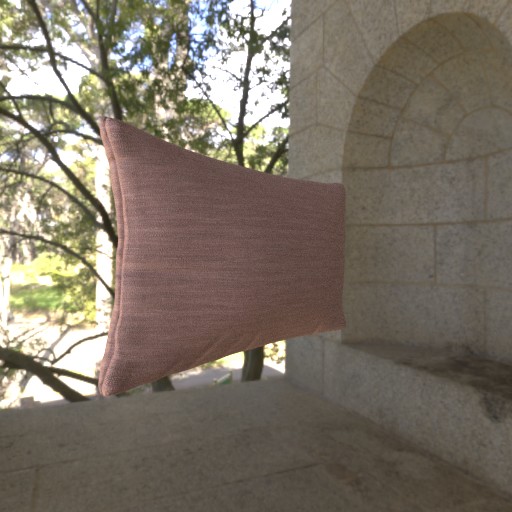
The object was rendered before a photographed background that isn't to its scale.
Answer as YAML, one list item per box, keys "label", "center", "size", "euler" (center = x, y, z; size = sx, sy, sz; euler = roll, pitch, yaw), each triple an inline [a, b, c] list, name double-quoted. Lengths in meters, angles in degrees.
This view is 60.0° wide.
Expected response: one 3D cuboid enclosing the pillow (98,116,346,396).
- label: "pillow"
  center: [0.000, 0.000, 0.783]
  size: [0.210, 0.338, 0.633]
  euler: [0, 0, 37]
